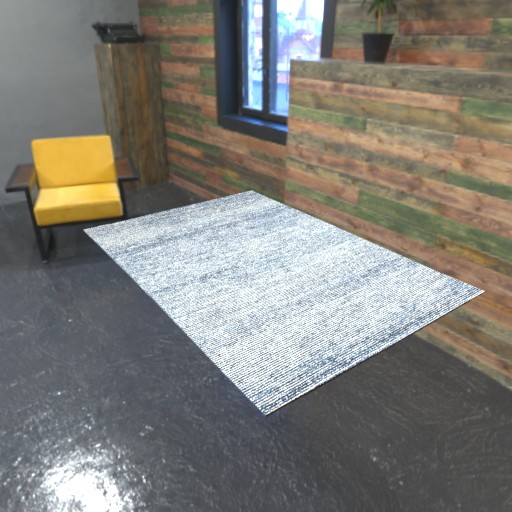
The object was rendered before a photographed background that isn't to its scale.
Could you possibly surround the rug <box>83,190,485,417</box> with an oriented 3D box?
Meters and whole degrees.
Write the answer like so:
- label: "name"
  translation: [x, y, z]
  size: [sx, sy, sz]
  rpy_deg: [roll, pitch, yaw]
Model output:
- label: "rug"
  translation: [0.000, 0.000, 3.019]
  size: [1.624, 0.030, 2.349]
  rpy_deg: [-18, 32, -32]
